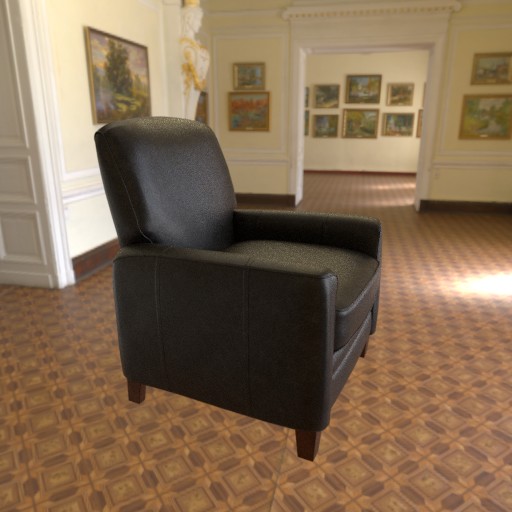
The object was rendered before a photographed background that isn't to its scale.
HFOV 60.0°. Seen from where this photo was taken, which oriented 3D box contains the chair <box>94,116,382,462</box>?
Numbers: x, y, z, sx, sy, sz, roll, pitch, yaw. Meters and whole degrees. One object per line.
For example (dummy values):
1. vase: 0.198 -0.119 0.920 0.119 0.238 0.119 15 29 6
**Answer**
1. chair: 0.000 0.000 1.678 0.864 1.014 0.848 8 18 25
